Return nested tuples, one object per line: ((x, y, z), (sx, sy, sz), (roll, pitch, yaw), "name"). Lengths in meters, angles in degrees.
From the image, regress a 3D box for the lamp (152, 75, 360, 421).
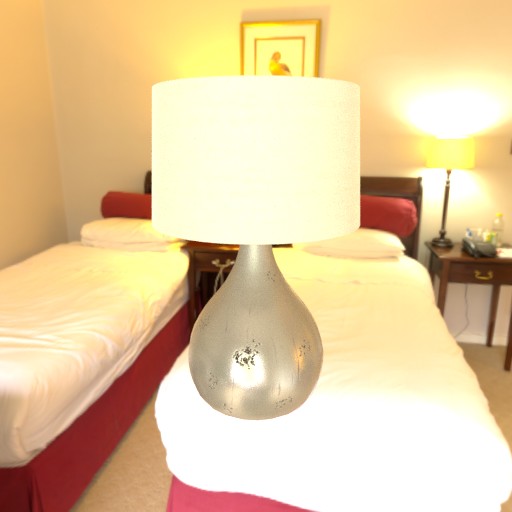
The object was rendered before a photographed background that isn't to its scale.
((0.000, 0.000, 0.736), (0.330, 0.521, 0.330), (0, 15, 0), "lamp")
